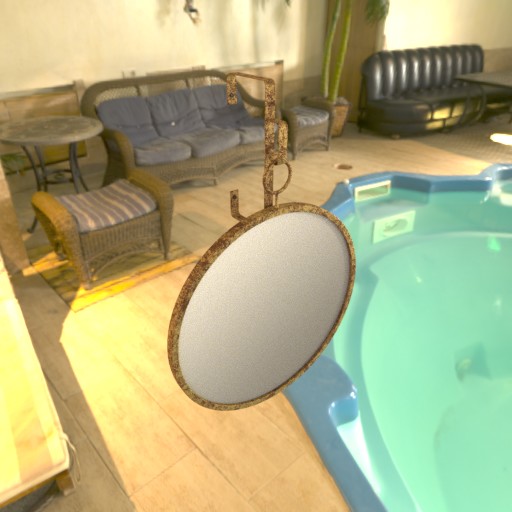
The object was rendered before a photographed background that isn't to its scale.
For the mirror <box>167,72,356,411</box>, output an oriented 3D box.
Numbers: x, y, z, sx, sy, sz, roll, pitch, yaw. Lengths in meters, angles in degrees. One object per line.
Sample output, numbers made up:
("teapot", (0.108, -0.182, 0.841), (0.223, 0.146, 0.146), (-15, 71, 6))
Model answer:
("mirror", (0.000, 0.000, 0.861), (0.447, 0.651, 0.144), (-20, 35, -31))
